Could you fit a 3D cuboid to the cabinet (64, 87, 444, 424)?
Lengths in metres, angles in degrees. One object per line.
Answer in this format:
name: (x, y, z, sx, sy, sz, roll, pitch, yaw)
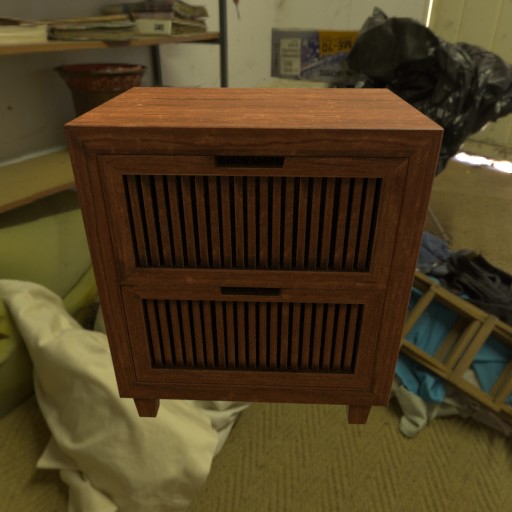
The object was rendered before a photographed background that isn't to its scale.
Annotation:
cabinet: (0.000, 0.000, 1.050, 0.607, 0.695, 0.410, 1, 29, 2)
